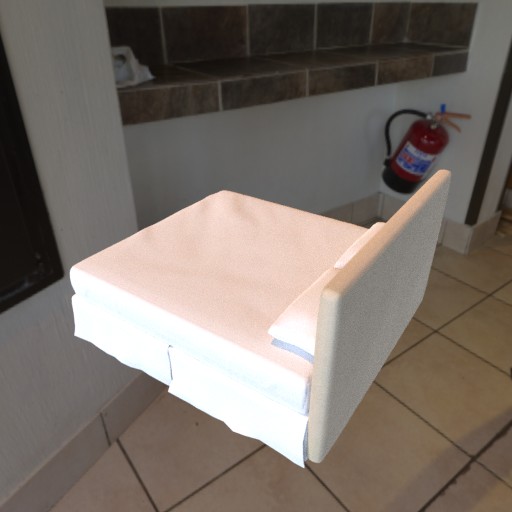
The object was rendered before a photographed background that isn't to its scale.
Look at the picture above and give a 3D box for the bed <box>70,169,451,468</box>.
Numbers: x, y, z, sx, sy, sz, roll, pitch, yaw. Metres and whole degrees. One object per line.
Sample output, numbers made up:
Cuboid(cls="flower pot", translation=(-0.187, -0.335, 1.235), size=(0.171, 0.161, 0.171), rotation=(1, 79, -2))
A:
Cuboid(cls="bed", translation=(0.000, 0.000, 3.584), size=(2.319, 1.317, 2.119), rotation=(19, 36, 29))
